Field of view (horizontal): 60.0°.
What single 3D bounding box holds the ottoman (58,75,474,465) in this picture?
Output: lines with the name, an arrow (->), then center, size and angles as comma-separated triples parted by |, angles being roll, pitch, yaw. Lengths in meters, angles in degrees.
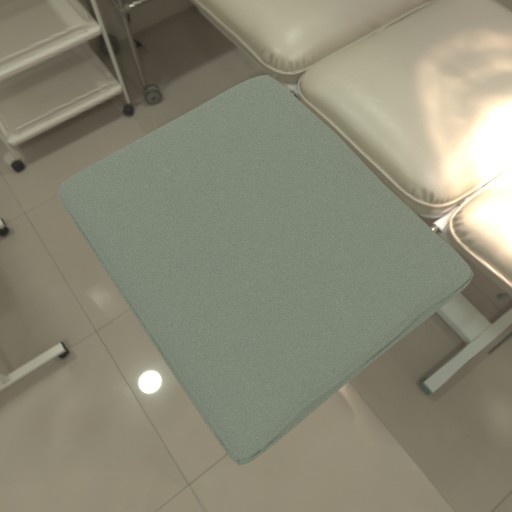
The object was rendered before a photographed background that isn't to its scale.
ottoman -> 0.000, 0.000, 1.473 | 0.842, 0.494, 0.991 | -34, 69, -15
